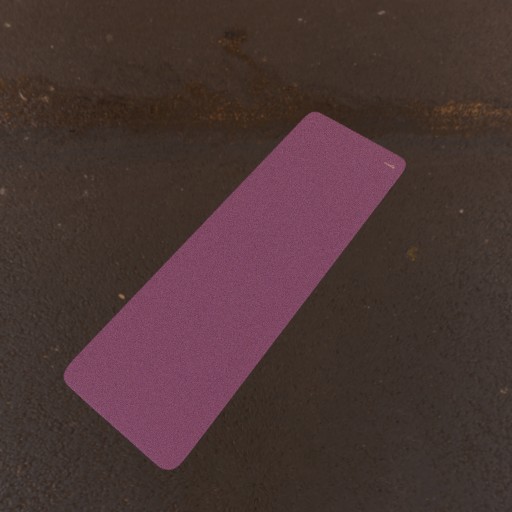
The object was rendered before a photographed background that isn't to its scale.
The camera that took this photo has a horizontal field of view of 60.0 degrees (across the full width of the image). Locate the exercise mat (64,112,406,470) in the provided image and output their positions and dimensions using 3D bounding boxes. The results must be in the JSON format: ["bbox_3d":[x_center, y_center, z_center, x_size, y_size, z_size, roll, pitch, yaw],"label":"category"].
[{"bbox_3d":[0.000,0.000,2.074,0.616,0.021,1.869,34,68,16],"label":"exercise mat"}]
